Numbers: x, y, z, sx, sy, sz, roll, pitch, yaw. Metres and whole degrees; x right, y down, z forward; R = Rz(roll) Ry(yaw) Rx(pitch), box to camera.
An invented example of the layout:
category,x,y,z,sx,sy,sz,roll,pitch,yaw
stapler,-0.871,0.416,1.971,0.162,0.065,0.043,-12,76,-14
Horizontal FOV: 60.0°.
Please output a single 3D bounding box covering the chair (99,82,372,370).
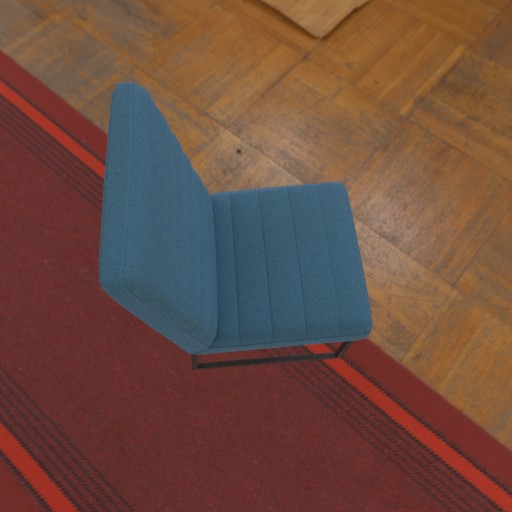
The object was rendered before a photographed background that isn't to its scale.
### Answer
category,x,y,z,sx,sy,sz,roll,pitch,yaw
chair,0.000,0.000,1.325,0.634,0.930,0.520,-4,65,-2
